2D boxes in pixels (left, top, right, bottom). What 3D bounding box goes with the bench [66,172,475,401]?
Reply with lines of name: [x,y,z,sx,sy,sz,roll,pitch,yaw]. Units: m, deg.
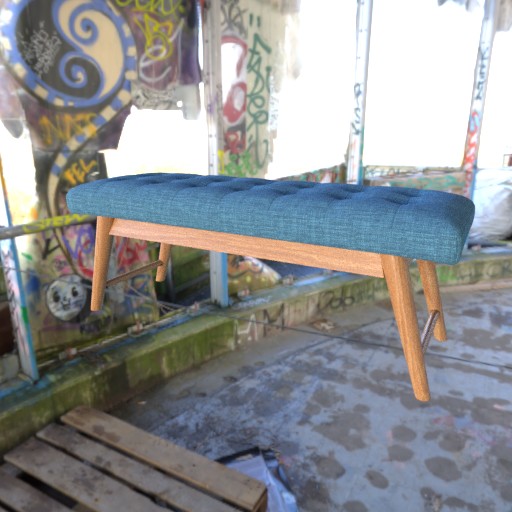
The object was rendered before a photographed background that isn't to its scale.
bench: [0.000,0.000,1.317,1.118,0.432,0.406,9,19,27]
